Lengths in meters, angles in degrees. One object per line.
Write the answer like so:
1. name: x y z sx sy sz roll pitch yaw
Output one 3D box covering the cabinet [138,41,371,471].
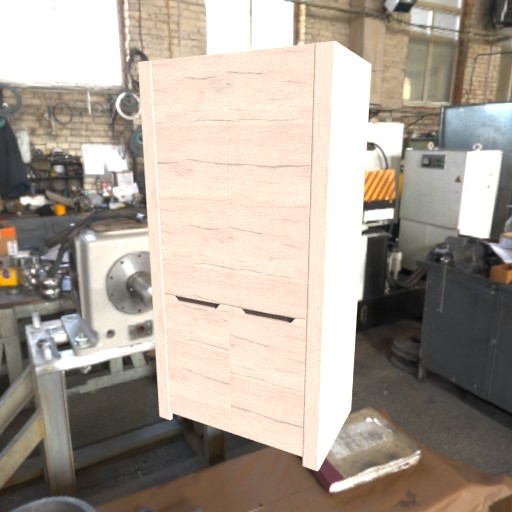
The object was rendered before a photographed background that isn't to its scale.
1. cabinet: 0.000 0.000 2.388 0.980 1.930 0.580 7 16 26
